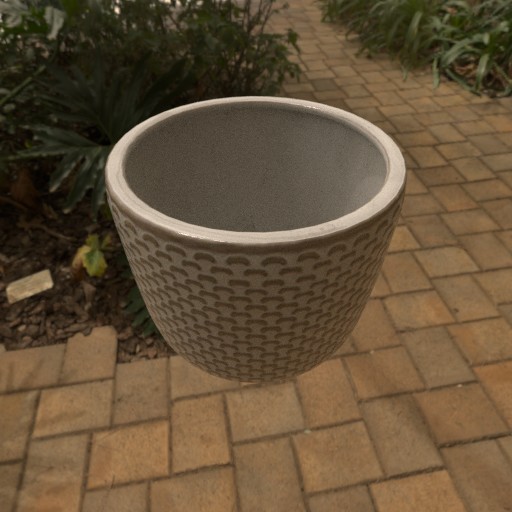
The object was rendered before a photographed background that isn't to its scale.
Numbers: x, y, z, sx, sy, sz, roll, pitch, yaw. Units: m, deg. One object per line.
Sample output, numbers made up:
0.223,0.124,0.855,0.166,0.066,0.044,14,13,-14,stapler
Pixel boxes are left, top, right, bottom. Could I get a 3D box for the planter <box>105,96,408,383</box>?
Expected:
0.000,0.000,0.308,0.173,0.160,0.173,0,41,0,planter
